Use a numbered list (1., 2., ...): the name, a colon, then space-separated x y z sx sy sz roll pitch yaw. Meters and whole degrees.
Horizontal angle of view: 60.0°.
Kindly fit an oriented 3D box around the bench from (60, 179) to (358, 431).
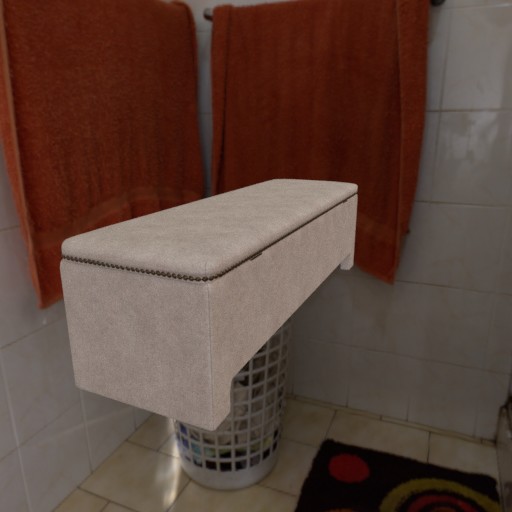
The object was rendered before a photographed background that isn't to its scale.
1. bench: 0.000 0.000 1.744 0.470 0.447 1.482 8 18 24
